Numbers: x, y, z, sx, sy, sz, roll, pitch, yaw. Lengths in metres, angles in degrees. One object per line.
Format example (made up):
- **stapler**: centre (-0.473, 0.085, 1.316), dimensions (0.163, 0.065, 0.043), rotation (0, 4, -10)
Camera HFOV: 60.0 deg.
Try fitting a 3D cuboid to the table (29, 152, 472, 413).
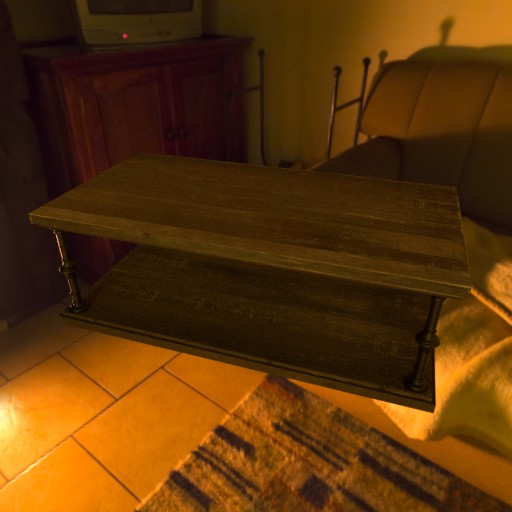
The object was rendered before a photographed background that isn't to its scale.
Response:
- **table**: centre (0.000, 0.000, 1.351), dimensions (1.088, 0.373, 0.554), rotation (10, 32, 16)
